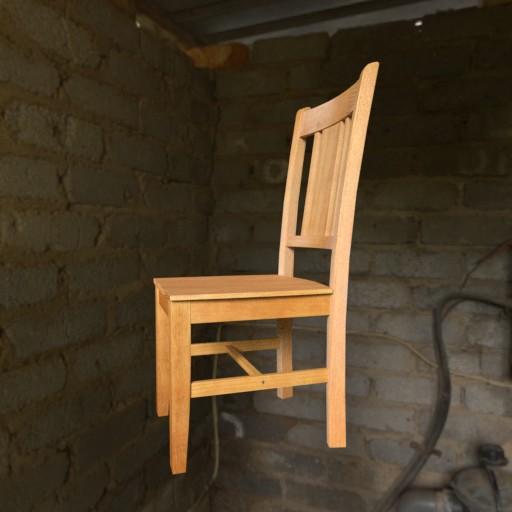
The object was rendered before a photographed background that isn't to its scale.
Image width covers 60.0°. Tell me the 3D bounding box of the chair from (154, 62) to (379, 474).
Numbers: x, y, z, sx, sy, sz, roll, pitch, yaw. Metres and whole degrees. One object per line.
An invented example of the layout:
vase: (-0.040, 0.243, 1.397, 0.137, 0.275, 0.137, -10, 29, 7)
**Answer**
chair: (0.000, 0.000, 1.282, 0.556, 0.998, 0.450, -1, 3, -18)
